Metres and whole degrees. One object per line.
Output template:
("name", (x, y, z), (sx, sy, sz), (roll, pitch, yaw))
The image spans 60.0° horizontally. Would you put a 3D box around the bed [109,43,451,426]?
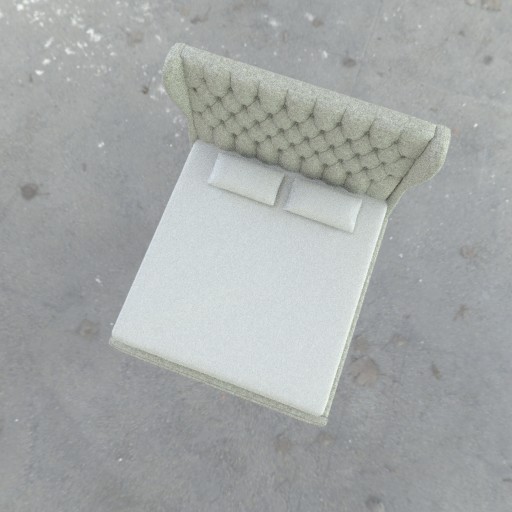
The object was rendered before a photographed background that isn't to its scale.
("bed", (0.000, 0.000, 3.824), (2.219, 1.771, 2.347), (19, 77, 5))
